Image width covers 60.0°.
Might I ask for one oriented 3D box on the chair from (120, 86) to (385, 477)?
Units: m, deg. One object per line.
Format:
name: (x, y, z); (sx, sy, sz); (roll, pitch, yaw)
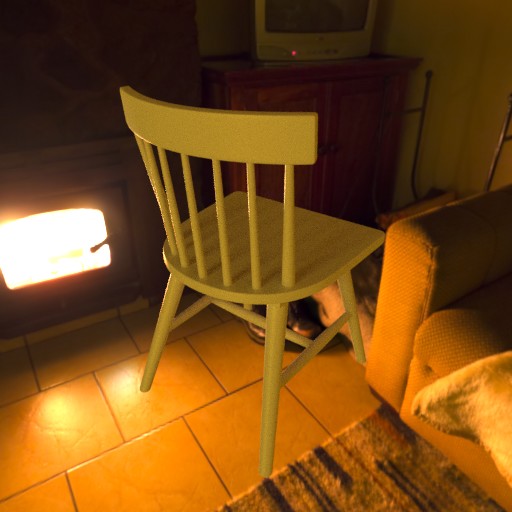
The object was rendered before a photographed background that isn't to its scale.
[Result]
chair: (0.000, 0.000, 1.098); (0.483, 0.787, 0.500); (20, 35, 32)
